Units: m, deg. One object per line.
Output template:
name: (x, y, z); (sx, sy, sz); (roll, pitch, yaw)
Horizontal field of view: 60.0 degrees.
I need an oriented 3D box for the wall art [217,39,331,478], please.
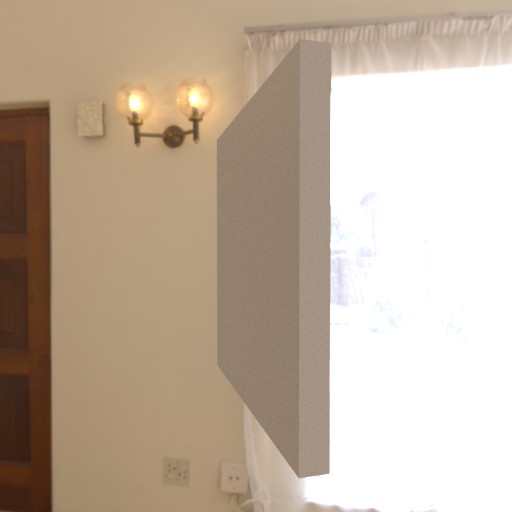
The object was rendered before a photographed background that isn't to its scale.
wall art: (0.000, 0.000, 0.532); (0.027, 0.355, 0.355); (0, 2, -16)
